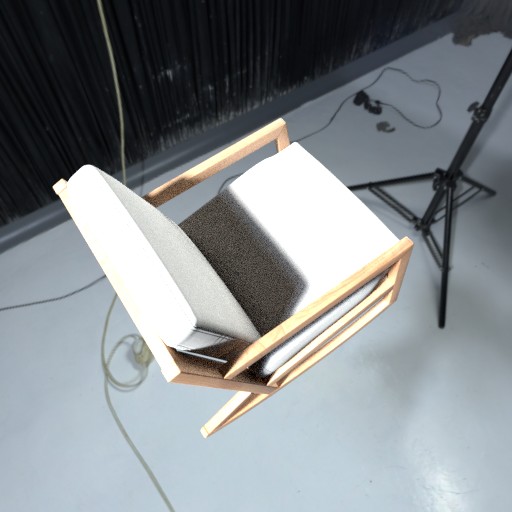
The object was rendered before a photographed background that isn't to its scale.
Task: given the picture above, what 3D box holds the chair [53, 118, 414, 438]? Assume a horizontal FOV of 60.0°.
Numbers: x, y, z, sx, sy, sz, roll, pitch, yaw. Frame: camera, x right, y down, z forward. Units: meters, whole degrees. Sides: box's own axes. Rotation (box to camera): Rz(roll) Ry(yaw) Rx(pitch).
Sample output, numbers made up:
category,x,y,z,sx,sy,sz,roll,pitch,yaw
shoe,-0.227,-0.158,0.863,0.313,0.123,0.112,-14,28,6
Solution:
category,x,y,z,sx,sy,sz,roll,pitch,yaw
chair,0.000,0.000,1.421,0.857,0.790,0.622,-30,63,-18
